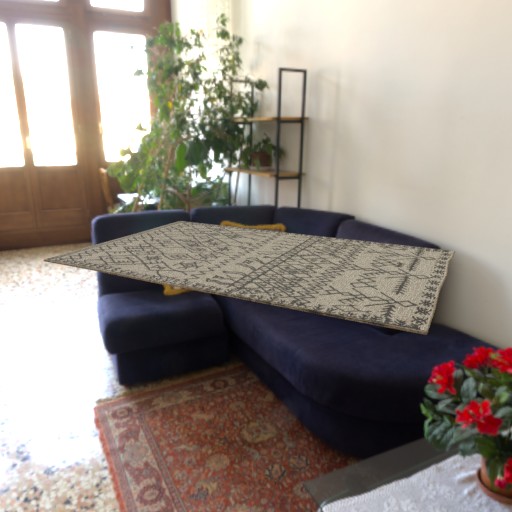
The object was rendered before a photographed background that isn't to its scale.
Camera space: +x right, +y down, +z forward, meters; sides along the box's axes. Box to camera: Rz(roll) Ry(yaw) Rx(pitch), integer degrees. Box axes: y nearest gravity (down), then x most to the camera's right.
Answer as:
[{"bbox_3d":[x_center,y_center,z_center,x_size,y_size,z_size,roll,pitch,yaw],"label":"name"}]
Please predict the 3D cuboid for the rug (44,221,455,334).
[{"bbox_3d":[0.000,0.000,4.840,3.824,0.019,2.393,8,18,26],"label":"rug"}]
